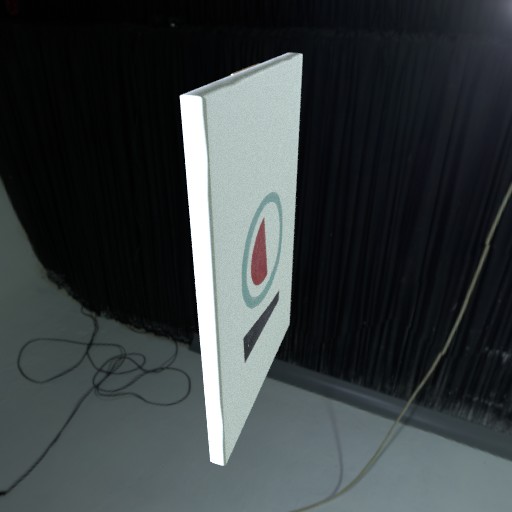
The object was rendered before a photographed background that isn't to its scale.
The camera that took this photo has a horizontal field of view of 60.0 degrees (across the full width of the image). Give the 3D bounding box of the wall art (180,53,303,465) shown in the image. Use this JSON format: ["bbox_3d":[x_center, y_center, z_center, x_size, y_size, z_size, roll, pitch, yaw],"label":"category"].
[{"bbox_3d":[0.000,0.000,1.147,0.048,0.902,0.602,10,32,17],"label":"wall art"}]
